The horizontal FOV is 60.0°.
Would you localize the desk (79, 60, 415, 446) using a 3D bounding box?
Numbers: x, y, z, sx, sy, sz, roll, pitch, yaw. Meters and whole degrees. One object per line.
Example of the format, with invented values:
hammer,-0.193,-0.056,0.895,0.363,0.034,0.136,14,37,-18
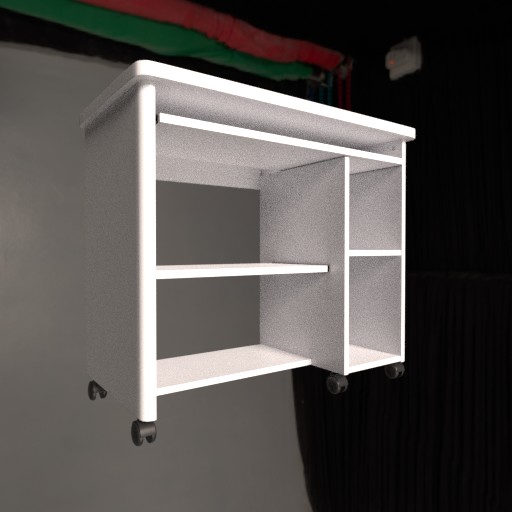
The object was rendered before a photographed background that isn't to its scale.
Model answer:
desk,0.000,0.000,1.285,0.877,0.763,0.475,-1,1,-35
